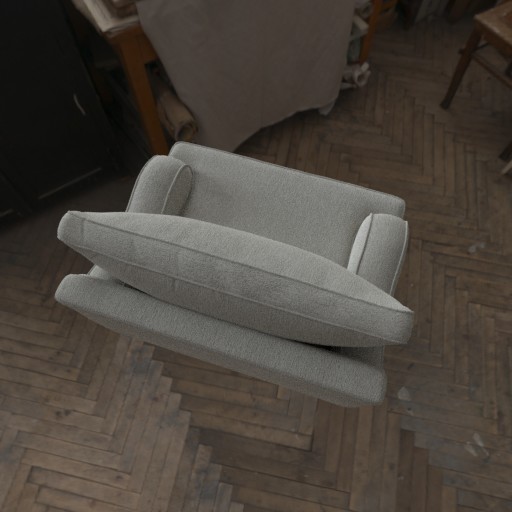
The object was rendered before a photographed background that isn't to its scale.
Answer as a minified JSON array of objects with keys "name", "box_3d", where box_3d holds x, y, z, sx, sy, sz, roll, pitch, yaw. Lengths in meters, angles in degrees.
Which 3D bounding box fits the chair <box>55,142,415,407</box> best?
[{"name":"chair","box_3d":[0.000,0.000,1.970,1.220,1.016,1.041,16,65,8]}]
